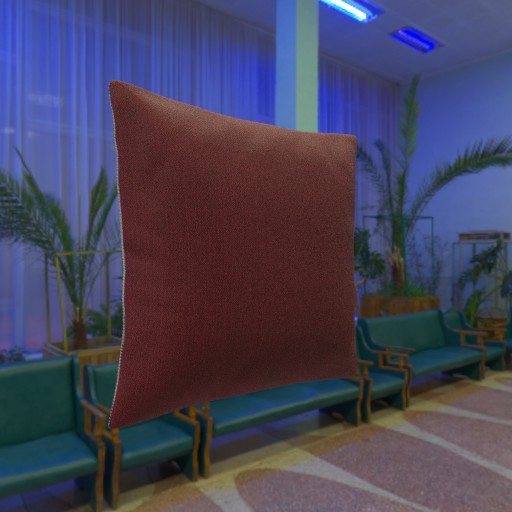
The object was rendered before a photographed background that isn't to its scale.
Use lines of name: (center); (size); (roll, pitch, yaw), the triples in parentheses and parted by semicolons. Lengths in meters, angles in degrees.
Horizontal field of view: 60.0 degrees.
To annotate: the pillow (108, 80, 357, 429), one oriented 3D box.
pillow: (0.000, 0.000, 0.775); (0.513, 0.497, 0.166); (0, -1, -35)
